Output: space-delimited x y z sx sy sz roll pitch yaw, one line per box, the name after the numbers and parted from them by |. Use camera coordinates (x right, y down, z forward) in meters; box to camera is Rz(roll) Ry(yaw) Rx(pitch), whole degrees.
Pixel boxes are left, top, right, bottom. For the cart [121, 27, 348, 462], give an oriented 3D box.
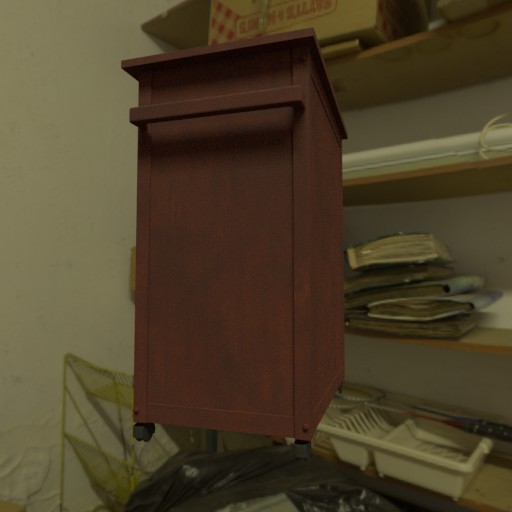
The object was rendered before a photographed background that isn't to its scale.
0.000 0.000 1.226 0.442 0.864 0.683 -1 -4 17 | cart
